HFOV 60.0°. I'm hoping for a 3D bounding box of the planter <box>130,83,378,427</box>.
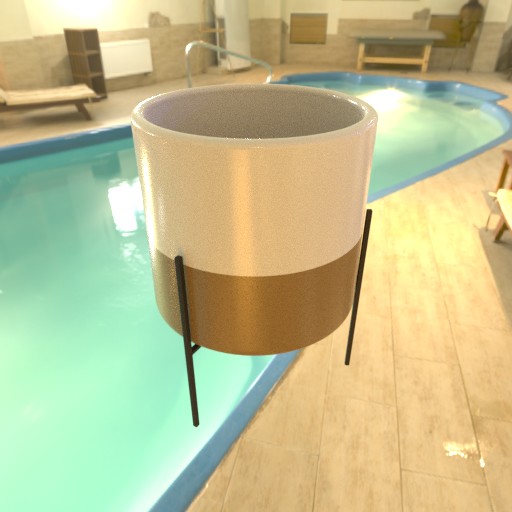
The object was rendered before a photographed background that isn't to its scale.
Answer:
[{"bbox_3d":[0.000,0.000,0.658,0.310,0.432,0.310,10,33,16],"label":"planter"}]
